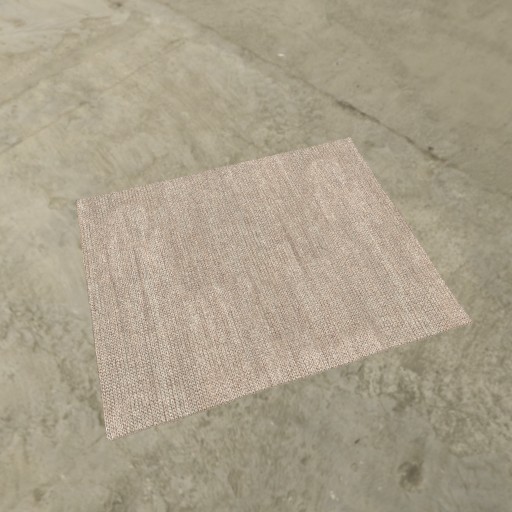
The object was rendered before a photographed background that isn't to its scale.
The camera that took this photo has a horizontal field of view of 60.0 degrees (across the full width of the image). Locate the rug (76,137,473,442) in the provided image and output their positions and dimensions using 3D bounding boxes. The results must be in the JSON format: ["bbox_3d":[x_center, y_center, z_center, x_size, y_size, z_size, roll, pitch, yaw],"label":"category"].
[{"bbox_3d":[0.000,0.000,4.097,3.052,0.030,2.429,-15,57,-10],"label":"rug"}]
